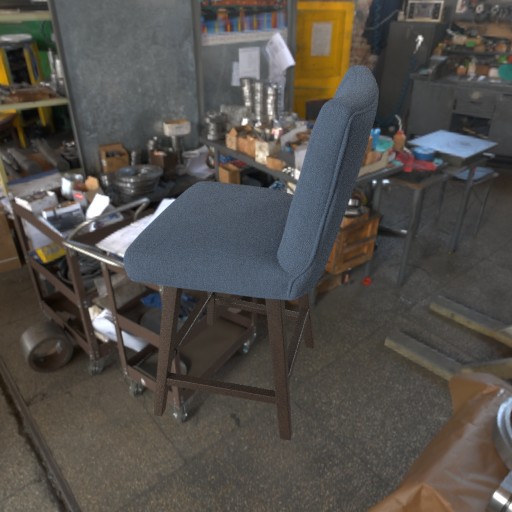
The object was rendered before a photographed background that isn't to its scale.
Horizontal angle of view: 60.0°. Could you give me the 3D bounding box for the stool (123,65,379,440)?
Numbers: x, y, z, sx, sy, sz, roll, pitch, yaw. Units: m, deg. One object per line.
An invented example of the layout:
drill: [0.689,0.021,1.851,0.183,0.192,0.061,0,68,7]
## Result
stool: [0.000,0.000,1.306,0.574,1.000,0.514,8,32,14]
